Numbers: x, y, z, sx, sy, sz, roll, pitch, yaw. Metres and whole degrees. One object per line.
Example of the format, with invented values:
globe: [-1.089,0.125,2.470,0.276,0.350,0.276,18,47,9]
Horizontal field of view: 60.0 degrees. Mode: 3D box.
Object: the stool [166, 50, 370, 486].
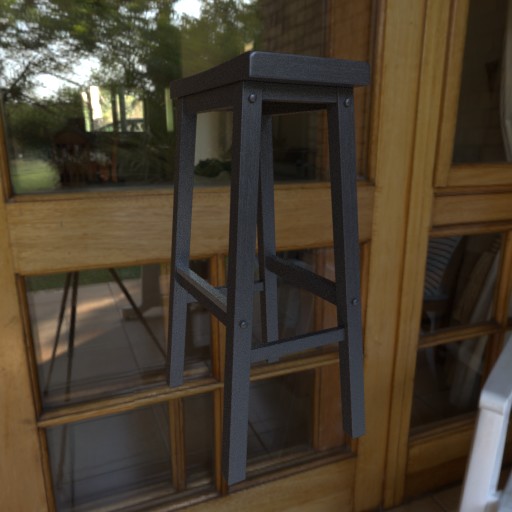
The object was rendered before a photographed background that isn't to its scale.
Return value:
stool: [0.000,0.000,0.964,0.322,0.742,0.406,-7,16,-26]
